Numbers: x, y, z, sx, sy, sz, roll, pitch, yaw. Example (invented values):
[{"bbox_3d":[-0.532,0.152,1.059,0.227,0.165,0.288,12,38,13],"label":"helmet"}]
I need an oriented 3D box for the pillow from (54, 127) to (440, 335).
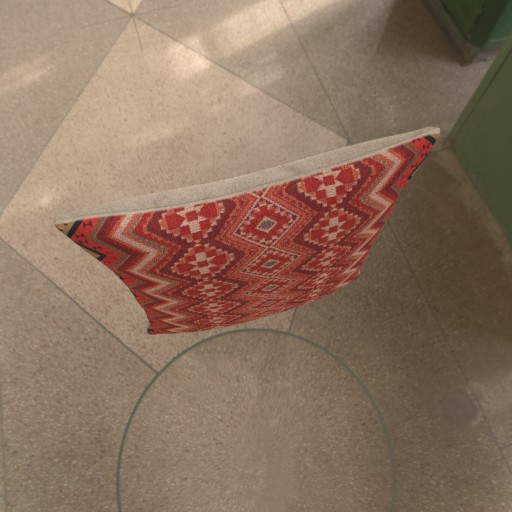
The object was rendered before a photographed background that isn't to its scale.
[{"bbox_3d":[0.000,0.000,0.797,0.513,0.511,0.158,-15,66,-7],"label":"pillow"}]
